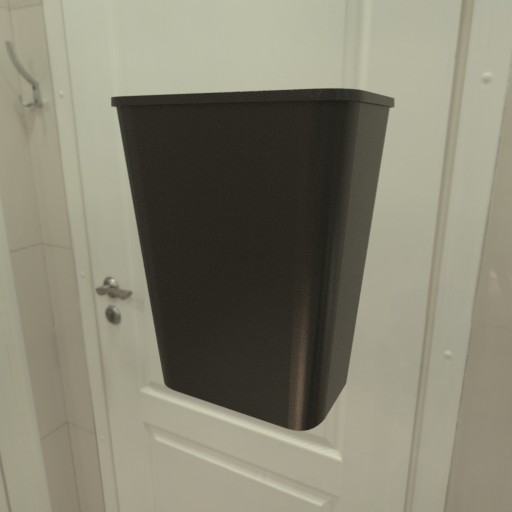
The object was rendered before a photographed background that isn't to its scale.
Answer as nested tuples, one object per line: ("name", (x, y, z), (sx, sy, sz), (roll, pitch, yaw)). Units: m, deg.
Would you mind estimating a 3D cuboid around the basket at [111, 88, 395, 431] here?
("basket", (0.000, 0.000, 0.775), (0.394, 0.521, 0.287), (9, 18, 27))
